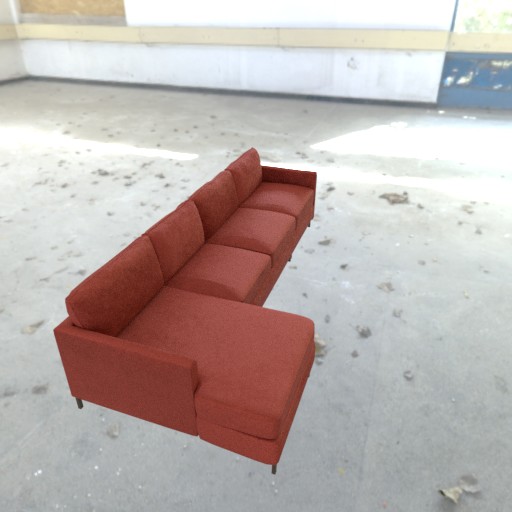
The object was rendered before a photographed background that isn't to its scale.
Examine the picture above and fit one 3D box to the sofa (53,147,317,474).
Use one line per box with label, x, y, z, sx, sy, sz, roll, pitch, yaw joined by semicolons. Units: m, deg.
sofa;0.000;0.000;3.992;1.500;0.967;3.400;10;32;17
